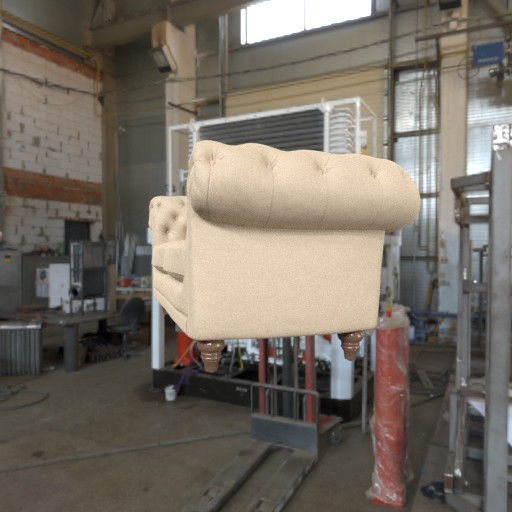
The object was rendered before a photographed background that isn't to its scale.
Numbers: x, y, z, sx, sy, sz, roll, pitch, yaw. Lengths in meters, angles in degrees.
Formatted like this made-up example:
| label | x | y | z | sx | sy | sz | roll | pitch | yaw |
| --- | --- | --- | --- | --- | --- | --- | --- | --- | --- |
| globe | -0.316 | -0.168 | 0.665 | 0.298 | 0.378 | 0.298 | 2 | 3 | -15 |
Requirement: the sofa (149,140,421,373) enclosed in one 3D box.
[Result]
| label | x | y | z | sx | sy | sz | roll | pitch | yaw |
| --- | --- | --- | --- | --- | --- | --- | --- | --- | --- |
| sofa | 0.000 | 0.000 | 2.486 | 1.069 | 0.835 | 1.988 | 0 | 1 | -18 |
